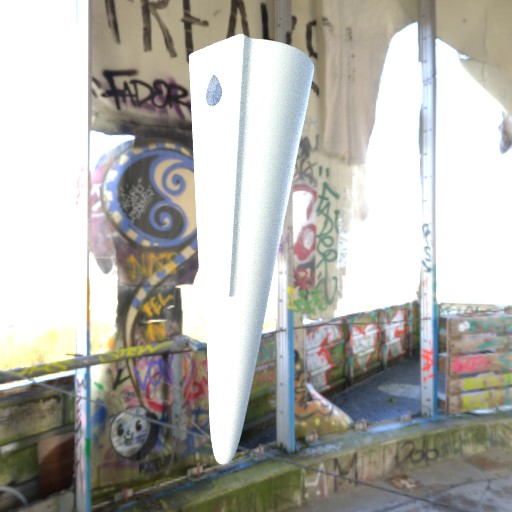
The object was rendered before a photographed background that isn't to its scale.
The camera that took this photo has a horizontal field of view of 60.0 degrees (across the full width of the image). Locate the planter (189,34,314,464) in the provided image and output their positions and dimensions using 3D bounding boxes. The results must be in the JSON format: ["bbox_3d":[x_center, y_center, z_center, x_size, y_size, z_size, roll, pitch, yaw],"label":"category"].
[{"bbox_3d":[0.000,0.000,0.226,0.057,0.193,0.064,-1,-1,37],"label":"planter"}]
